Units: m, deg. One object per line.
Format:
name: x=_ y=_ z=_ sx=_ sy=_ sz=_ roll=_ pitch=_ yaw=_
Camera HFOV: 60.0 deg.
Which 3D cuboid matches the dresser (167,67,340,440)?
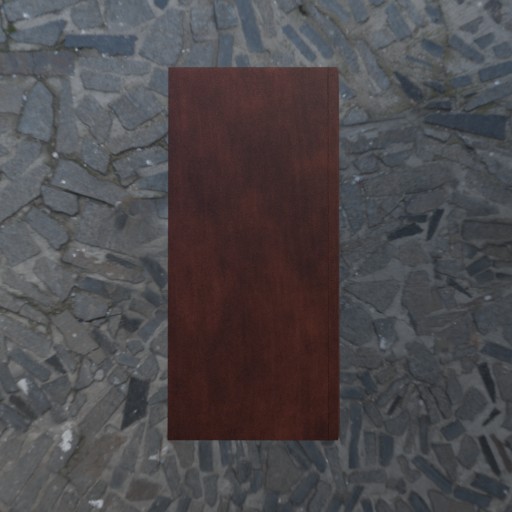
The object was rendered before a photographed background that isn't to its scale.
dresser: x=0.000 y=0.000 z=2.030 sx=0.506 sy=1.514 sz=1.072 roll=0 pitch=89 yaw=0
